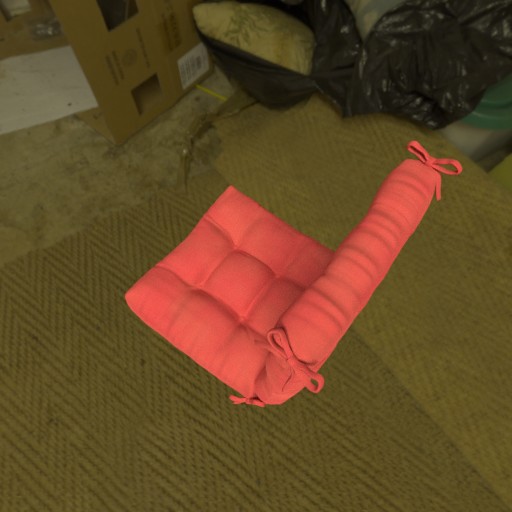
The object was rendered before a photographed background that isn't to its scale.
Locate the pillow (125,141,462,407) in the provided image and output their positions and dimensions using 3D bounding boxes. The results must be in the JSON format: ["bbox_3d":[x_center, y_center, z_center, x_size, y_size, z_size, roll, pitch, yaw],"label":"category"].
[{"bbox_3d":[0.000,0.000,1.025,0.571,0.605,0.519,33,67,16],"label":"pillow"}]
